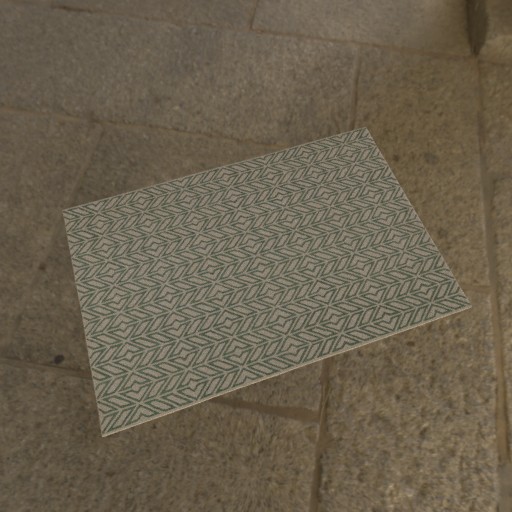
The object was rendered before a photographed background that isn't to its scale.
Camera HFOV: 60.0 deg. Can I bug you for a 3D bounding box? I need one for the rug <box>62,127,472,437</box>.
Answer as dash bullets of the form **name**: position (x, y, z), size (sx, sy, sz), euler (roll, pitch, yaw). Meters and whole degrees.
- **rug**: position (0.000, 0.000, 2.304), size (1.828, 0.007, 1.220), euler (-17, 65, -8)
